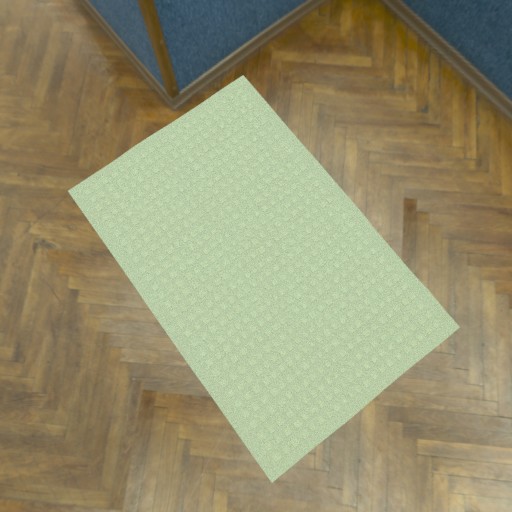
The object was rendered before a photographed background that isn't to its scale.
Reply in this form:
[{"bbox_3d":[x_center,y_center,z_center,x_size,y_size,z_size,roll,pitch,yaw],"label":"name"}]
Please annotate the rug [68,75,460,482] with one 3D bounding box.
[{"bbox_3d":[0.000,0.000,2.219,1.143,0.006,1.747,-36,79,-9],"label":"rug"}]
